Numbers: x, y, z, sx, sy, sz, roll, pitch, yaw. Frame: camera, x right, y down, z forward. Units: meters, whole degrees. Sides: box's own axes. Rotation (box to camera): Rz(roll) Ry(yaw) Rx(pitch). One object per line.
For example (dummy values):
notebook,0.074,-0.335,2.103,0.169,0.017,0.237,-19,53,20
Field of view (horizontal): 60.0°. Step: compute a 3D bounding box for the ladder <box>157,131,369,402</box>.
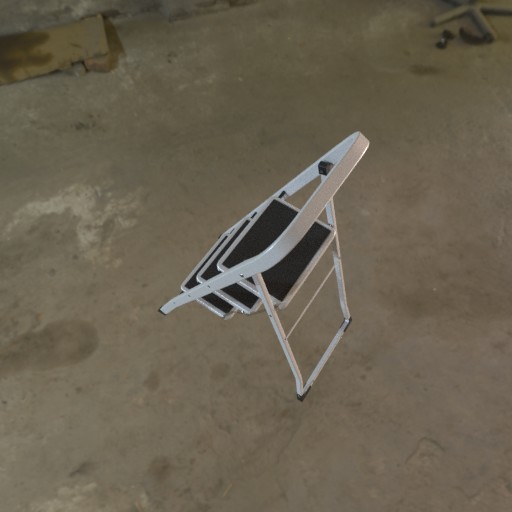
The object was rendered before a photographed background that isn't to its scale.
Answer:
ladder,0.000,0.000,1.433,0.711,1.050,0.460,31,66,15
